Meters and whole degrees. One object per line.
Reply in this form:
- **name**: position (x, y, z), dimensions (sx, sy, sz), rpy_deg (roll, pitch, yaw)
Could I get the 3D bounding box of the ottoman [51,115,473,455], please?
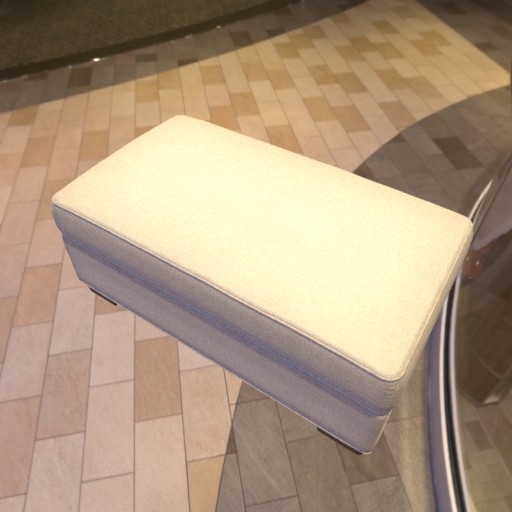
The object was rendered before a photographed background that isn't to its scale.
- **ottoman**: position (0.000, 0.000, 1.393), dimensions (1.097, 0.461, 0.617), rpy_deg (26, 52, 22)
